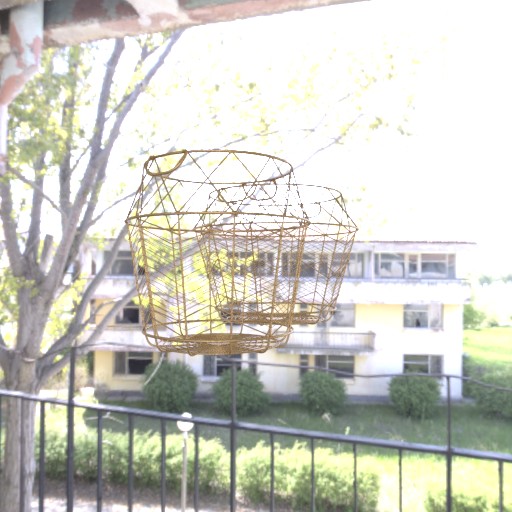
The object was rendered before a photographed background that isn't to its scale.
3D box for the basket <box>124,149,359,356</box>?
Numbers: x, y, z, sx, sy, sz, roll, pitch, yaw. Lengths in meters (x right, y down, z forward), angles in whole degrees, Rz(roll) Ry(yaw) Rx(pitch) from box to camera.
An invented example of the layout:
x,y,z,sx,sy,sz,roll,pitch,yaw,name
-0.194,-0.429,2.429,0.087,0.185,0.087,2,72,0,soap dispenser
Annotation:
x,y,z,sx,sy,sz,roll,pitch,yaw,name
0.000,0.000,1.050,0.451,0.343,0.805,0,-2,17,basket
